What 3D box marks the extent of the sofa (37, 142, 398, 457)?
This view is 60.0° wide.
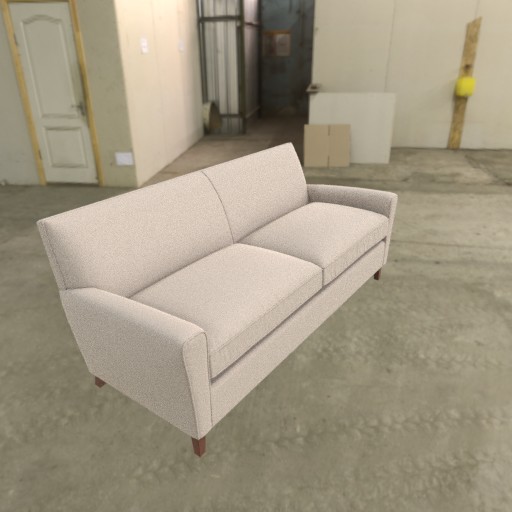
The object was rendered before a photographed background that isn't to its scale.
[{"bbox_3d":[0.000,0.000,2.475,0.875,0.846,2.000,18,31,32],"label":"sofa"}]
